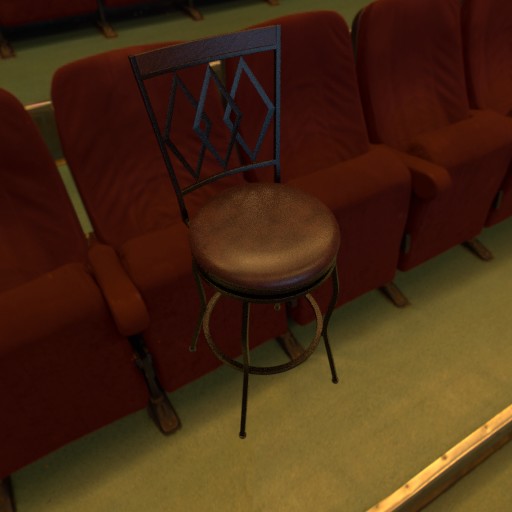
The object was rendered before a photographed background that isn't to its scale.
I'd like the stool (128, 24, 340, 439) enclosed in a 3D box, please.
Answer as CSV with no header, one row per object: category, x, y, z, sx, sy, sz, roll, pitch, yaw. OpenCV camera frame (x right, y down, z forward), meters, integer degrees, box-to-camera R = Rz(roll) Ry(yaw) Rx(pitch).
stool,0.000,0.000,1.360,0.432,1.134,0.521,-23,50,-21
